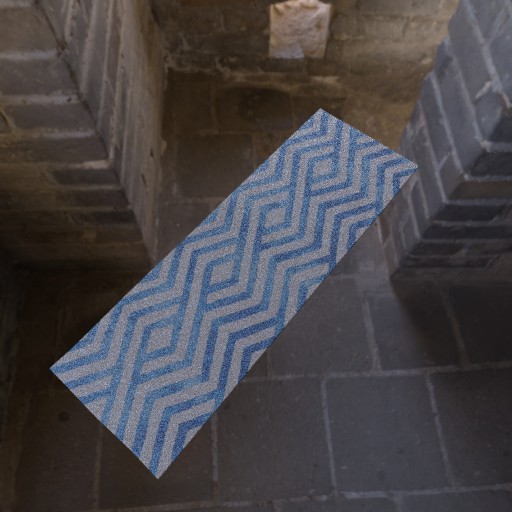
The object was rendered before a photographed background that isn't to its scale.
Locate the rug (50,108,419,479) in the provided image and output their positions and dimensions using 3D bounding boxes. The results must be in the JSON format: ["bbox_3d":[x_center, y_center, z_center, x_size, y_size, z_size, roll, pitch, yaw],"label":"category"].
[{"bbox_3d":[0.000,0.000,1.626,0.503,0.007,1.492,37,68,17],"label":"rug"}]
